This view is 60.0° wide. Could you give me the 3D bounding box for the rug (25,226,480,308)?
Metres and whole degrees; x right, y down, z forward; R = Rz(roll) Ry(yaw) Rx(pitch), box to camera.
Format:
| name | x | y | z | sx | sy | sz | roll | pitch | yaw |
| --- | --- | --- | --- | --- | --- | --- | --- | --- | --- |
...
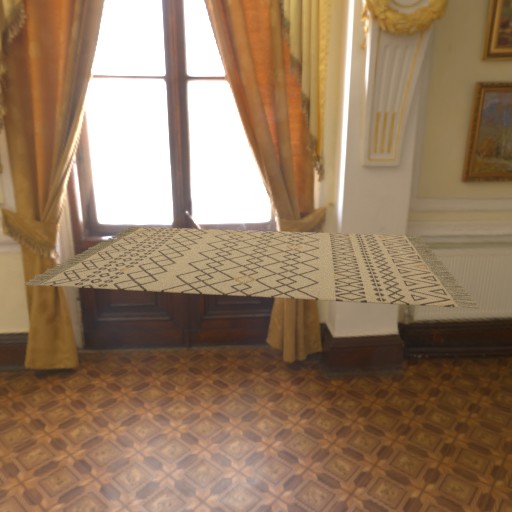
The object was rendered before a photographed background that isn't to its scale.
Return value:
| name | x | y | z | sx | sy | sz | roll | pitch | yaw |
| --- | --- | --- | --- | --- | --- | --- | --- | --- | --- |
| rug | 0.000 | 0.000 | 3.050 | 2.472 | 0.035 | 1.495 | 2 | 17 | 8 |
